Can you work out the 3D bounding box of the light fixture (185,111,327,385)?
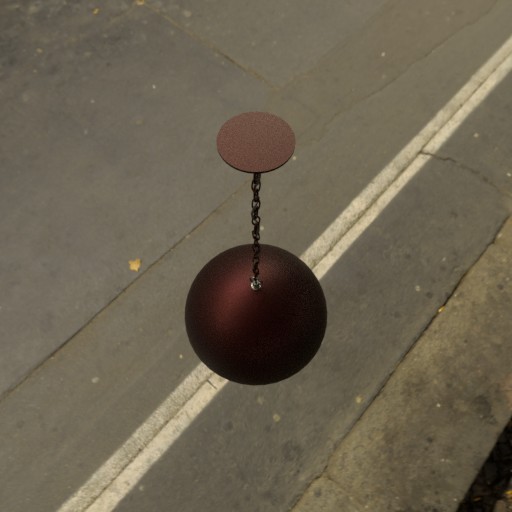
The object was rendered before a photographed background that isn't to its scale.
[{"bbox_3d":[0.000,0.000,1.161,0.492,0.869,0.492,18,64,9],"label":"light fixture"}]
